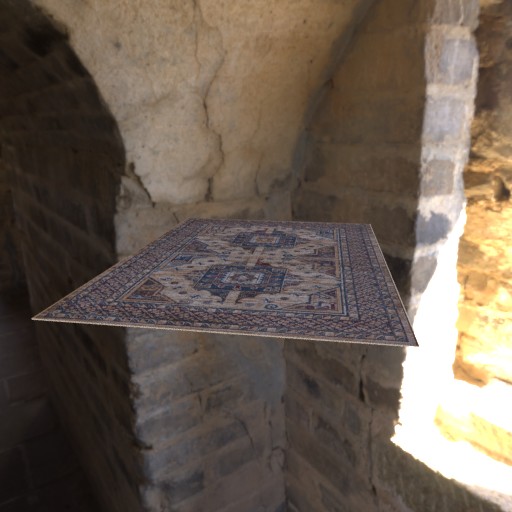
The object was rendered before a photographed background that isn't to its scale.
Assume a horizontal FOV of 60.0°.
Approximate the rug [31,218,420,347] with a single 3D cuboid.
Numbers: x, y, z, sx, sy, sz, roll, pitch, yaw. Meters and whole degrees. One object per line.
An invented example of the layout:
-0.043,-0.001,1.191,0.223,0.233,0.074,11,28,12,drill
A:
0.000,0.000,2.846,1.611,0.008,2.227,3,16,9,rug
